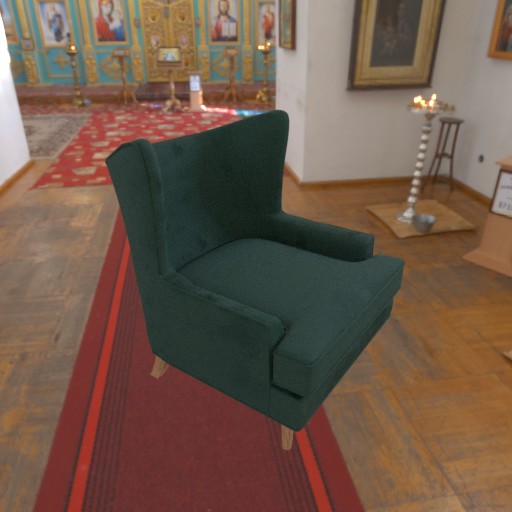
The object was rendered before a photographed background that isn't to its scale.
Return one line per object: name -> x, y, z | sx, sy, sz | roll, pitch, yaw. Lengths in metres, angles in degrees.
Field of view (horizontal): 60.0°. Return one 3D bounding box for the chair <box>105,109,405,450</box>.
chair -> 0.000, 0.000, 1.667 | 0.910, 0.952, 0.793 | 17, 31, 31
